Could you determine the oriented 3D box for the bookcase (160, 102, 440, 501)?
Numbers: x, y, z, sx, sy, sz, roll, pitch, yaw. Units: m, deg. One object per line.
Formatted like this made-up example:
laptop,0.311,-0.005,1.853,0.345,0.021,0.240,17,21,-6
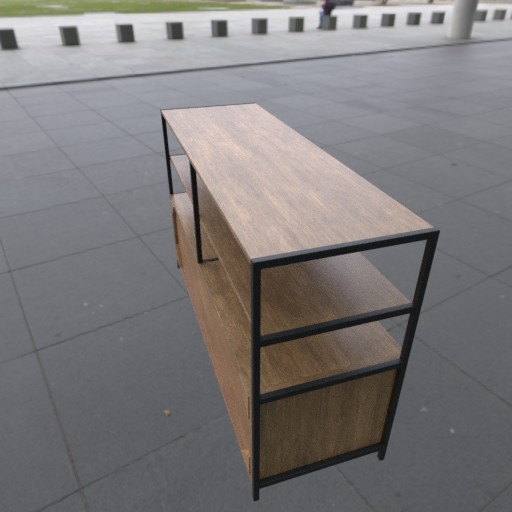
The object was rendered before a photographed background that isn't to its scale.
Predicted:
bookcase,0.000,0.000,1.448,0.391,0.712,1.149,-10,33,-15
